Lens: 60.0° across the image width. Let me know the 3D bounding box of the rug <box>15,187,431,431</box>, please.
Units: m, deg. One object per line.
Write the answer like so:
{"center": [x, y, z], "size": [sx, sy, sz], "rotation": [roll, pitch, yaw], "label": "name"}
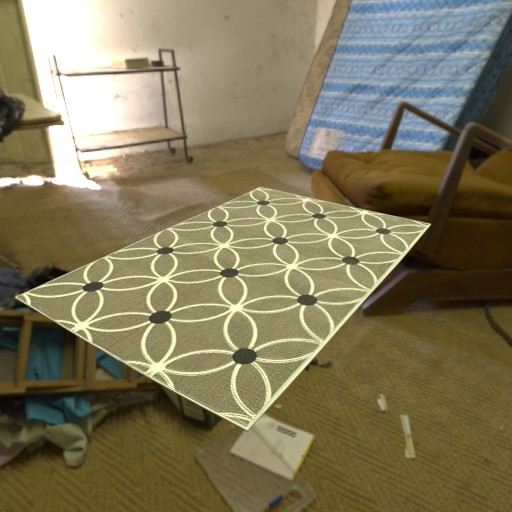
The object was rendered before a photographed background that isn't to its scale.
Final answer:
{"center": [0.000, 0.000, 2.764], "size": [1.522, 0.008, 2.284], "rotation": [18, 32, 31], "label": "rug"}
